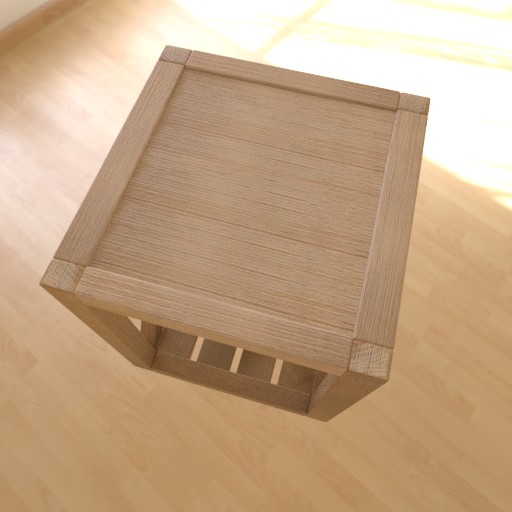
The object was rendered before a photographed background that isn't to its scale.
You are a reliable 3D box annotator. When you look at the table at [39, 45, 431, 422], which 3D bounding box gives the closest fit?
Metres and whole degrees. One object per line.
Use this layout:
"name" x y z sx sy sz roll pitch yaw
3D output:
"table" 0.000 0.000 1.045 0.558 0.610 0.559 14 65 7
